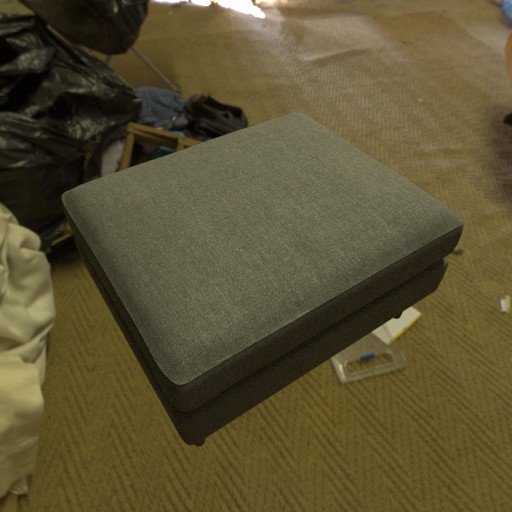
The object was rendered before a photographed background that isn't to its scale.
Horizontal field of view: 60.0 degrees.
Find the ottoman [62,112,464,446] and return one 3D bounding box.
[{"bbox_3d":[0.000,0.000,1.258,0.821,0.474,0.693,-26,51,-23],"label":"ottoman"}]
